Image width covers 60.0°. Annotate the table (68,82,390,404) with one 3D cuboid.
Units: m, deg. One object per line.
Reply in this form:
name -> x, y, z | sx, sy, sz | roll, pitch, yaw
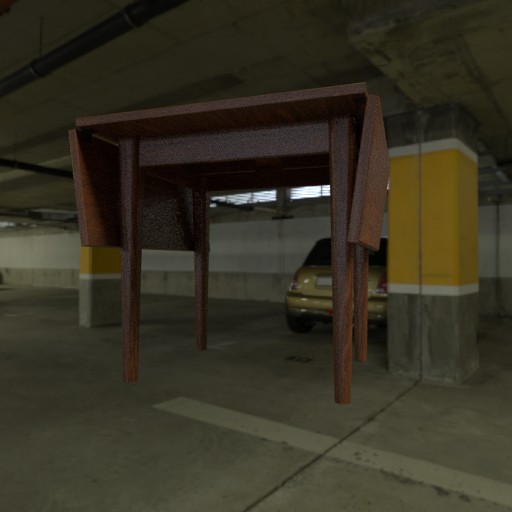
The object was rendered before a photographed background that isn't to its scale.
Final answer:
table -> 0.000, 0.000, 1.488 | 0.843, 0.763, 0.812 | 0, -1, 19
